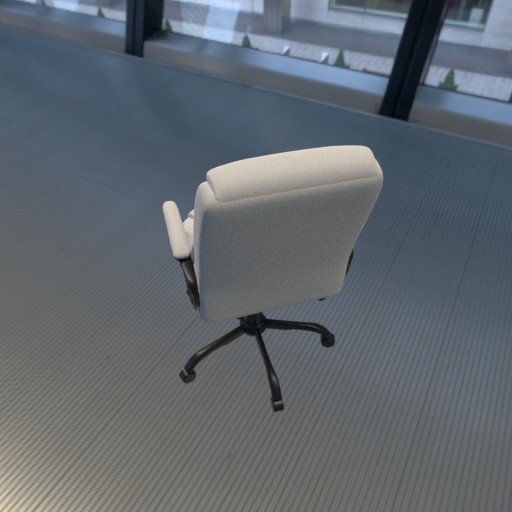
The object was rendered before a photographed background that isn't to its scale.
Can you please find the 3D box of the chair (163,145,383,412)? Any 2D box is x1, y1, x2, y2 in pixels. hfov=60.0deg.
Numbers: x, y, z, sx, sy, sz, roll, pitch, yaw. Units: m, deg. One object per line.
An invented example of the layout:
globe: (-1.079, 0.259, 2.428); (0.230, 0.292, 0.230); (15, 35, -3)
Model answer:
chair: (0.000, 0.000, 1.509); (0.663, 1.065, 0.669); (-11, 44, -12)
